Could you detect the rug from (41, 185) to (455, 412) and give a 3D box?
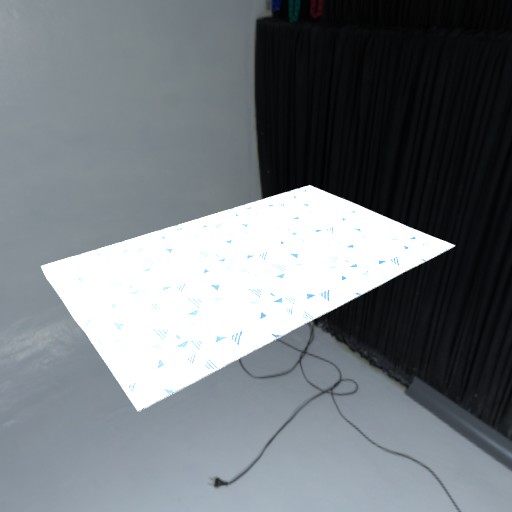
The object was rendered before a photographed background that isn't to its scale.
[{"bbox_3d":[0.000,0.000,3.060,2.457,0.009,1.512,-21,36,-32],"label":"rug"}]
